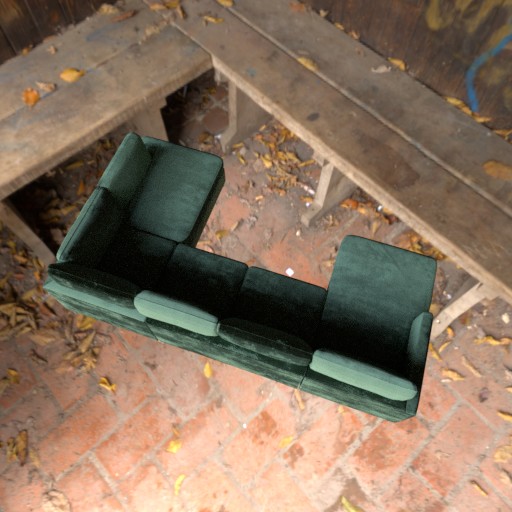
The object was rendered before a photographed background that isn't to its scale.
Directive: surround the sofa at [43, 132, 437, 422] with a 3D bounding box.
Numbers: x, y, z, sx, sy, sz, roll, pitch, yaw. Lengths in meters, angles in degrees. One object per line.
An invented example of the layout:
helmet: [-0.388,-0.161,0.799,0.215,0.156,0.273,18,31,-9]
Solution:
sofa: [0.000,0.000,4.383,3.434,0.992,2.055,17,65,8]
